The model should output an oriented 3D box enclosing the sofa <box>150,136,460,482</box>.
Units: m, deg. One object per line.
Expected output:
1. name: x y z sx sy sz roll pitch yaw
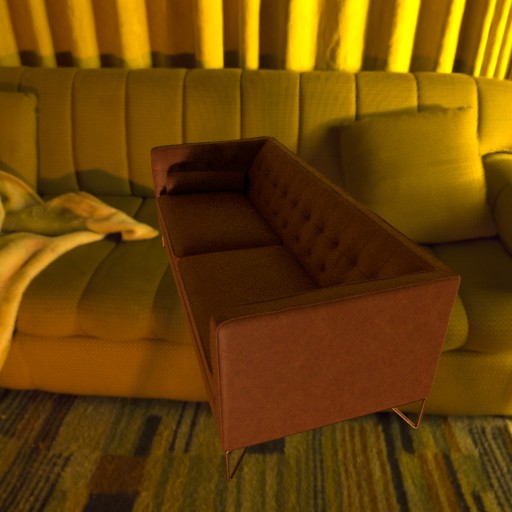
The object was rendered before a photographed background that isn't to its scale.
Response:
1. sofa: 0.000 0.000 2.496 0.912 0.798 2.079 -9 30 -15
